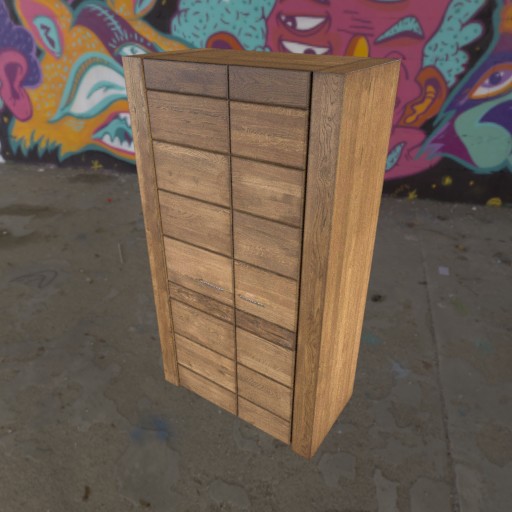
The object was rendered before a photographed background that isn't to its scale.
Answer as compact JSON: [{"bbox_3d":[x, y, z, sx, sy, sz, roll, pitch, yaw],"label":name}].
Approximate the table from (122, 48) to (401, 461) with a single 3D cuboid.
[{"bbox_3d":[0.000,0.000,2.439,1.100,2.000,0.600,18,34,29],"label":"table"}]
